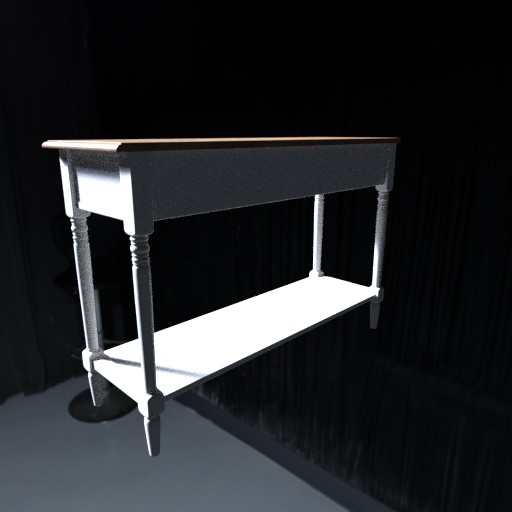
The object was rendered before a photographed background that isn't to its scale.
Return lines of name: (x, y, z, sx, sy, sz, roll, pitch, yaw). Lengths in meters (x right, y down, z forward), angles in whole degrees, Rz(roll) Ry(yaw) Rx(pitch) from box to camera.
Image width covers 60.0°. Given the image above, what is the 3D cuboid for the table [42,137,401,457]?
table: (0.000, 0.000, 1.567, 0.399, 0.800, 1.219, 15, 21, 43)
